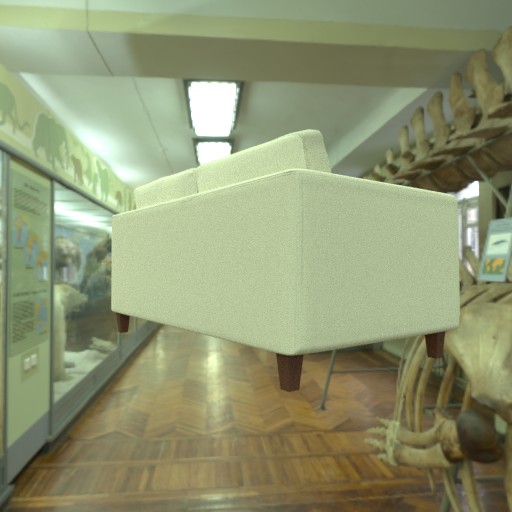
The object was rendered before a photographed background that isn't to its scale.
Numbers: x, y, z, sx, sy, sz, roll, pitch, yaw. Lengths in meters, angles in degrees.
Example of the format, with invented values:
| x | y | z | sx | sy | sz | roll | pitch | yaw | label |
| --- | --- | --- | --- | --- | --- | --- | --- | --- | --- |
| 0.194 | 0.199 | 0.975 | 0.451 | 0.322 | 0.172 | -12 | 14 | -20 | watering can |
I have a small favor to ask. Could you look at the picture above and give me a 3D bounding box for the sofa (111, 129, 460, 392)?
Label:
| x | y | z | sx | sy | sz | roll | pitch | yaw | label |
| --- | --- | --- | --- | --- | --- | --- | --- | --- | --- |
| 0.000 | 0.000 | 2.275 | 0.964 | 0.888 | 1.702 | 1 | -1 | -36 | sofa |
